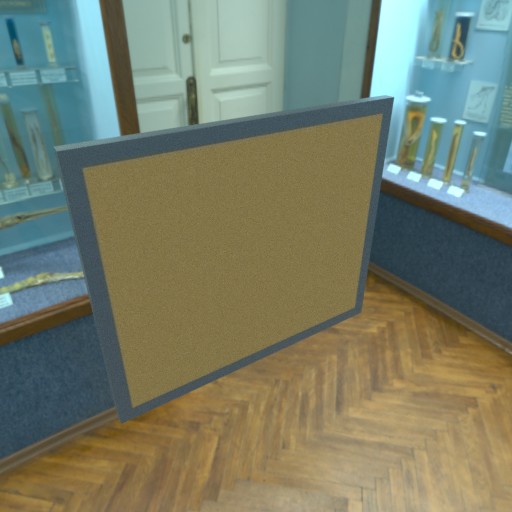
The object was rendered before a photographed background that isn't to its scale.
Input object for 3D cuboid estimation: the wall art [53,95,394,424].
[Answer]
[{"bbox_3d":[0.000,0.000,0.908,0.660,0.558,0.026,-18,35,-28],"label":"wall art"}]
